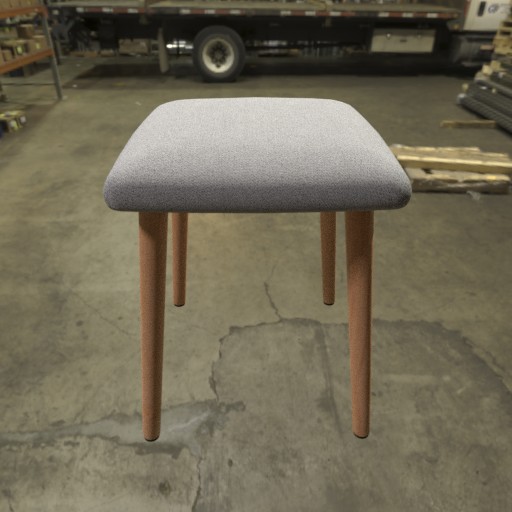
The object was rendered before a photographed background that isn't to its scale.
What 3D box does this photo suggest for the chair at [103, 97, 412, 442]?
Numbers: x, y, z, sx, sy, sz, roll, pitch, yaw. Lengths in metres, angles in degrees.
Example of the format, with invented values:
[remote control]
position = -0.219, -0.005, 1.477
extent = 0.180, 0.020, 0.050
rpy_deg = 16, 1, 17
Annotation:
[chair]
position = 0.000, 0.000, 0.698
extent = 0.350, 0.440, 0.350
rpy_deg = 0, 32, -1
